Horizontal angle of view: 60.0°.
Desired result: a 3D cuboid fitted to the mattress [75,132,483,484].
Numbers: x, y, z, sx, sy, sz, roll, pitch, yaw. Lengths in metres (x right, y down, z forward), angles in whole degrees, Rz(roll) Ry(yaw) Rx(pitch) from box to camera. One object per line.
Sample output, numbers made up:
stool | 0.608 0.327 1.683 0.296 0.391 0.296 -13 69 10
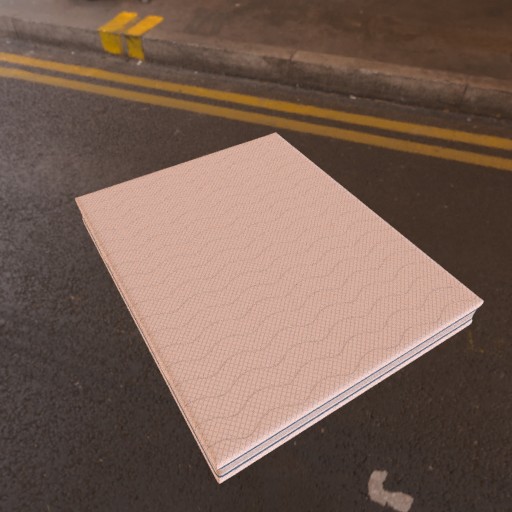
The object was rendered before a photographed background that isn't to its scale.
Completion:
mattress | 0.000 0.000 2.712 1.600 0.230 2.000 -24 50 -21
